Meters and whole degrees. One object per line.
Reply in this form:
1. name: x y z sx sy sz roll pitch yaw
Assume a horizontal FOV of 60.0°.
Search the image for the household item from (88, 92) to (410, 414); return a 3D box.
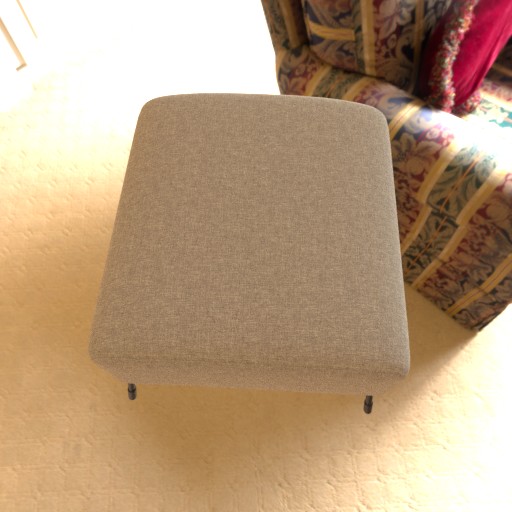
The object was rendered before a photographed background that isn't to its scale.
1. household item: 0.000 0.000 0.890 0.530 0.410 0.530 3 64 1
